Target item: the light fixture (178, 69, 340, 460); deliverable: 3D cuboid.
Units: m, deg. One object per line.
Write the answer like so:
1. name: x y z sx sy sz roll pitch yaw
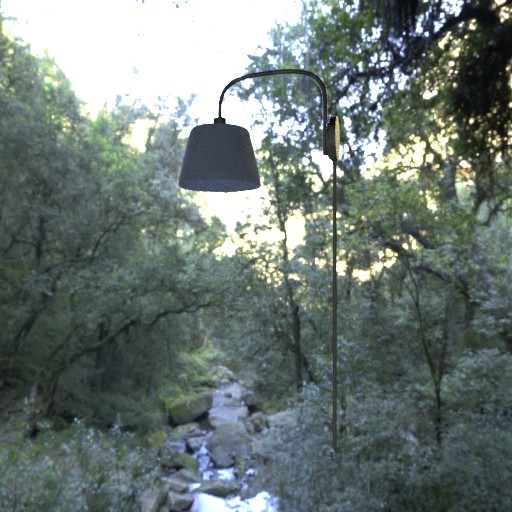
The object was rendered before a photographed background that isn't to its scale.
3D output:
1. light fixture: 0.000 0.000 0.483 0.176 0.399 0.092 0 0 16
